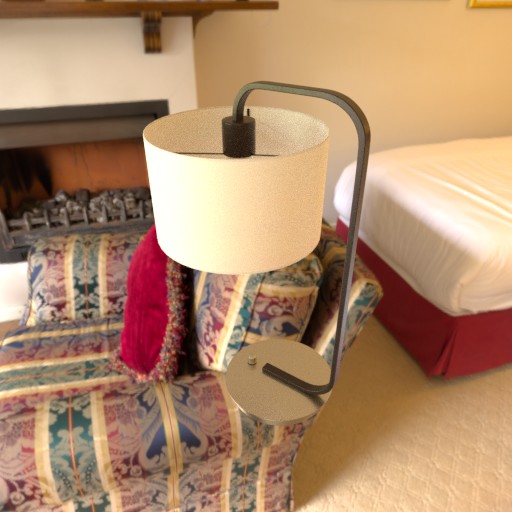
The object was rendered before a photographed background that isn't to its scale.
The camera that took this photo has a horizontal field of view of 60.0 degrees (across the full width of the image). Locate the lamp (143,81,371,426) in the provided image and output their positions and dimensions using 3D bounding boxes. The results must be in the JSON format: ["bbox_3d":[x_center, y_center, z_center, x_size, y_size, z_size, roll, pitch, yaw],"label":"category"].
[{"bbox_3d":[0.000,0.000,0.634,0.288,0.473,0.230,20,37,29],"label":"lamp"}]
